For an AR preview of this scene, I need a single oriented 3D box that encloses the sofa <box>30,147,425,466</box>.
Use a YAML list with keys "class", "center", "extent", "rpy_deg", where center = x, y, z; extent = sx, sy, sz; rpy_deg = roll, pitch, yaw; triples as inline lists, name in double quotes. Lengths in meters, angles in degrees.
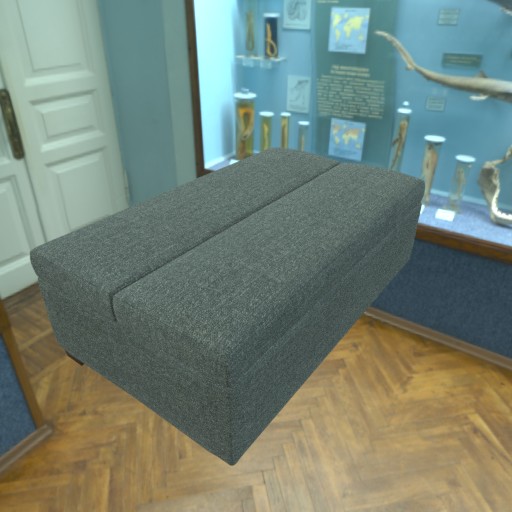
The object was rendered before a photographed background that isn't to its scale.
- class: "sofa"
  center: [0.000, 0.000, 1.572]
  extent: [0.782, 0.417, 1.198]
  rpy_deg: [21, 36, 31]
